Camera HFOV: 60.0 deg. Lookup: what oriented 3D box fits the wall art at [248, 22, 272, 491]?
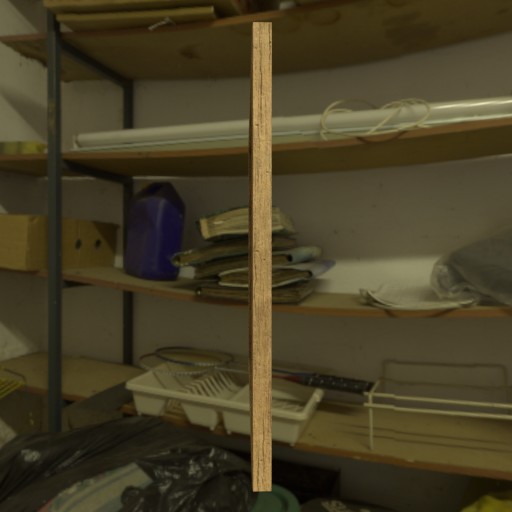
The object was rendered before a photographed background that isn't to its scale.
[{"bbox_3d":[0.000,0.000,1.000,0.029,0.691,0.695,0,0,-1],"label":"wall art"}]
